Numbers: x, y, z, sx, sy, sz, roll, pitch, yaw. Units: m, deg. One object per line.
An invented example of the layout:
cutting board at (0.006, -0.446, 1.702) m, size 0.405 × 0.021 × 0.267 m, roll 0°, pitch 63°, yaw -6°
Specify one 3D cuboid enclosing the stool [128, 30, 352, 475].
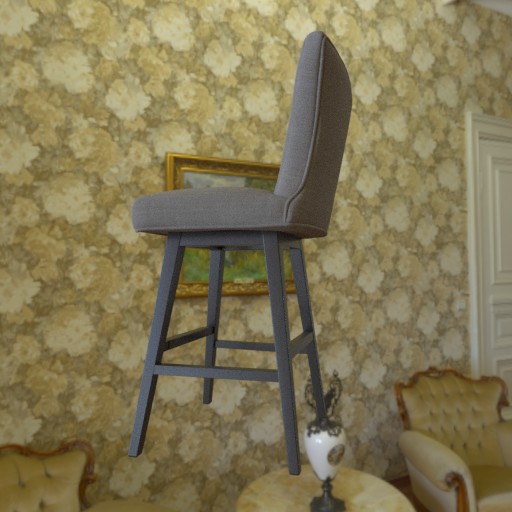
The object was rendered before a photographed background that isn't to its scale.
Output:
stool at (0.000, 0.000, 1.361) m, size 0.574 × 1.086 × 0.514 m, roll 0°, pitch -2°, yaw 17°
